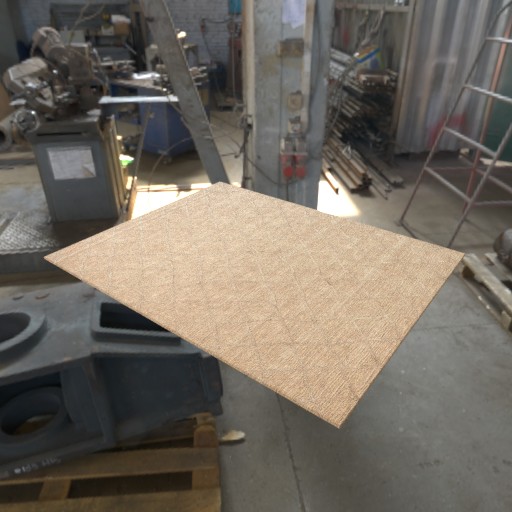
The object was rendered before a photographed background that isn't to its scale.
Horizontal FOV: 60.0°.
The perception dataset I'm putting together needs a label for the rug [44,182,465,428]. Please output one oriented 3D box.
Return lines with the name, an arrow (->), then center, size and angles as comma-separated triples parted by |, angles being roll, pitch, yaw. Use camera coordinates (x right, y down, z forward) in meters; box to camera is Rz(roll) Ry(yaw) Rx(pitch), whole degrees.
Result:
rug -> 0.000, 0.000, 4.080 | 3.039, 0.019, 2.420 | 21, 36, 32
